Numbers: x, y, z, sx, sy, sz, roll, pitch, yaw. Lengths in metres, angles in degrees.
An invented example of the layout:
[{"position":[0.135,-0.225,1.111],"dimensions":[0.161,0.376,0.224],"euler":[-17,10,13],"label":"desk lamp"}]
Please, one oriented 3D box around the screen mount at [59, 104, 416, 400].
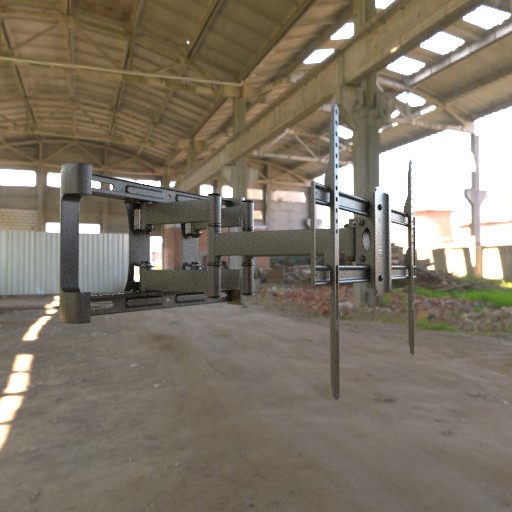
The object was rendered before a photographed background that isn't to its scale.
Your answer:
[{"position":[0.000,0.000,0.951],"dimensions":[0.556,0.424,0.571],"euler":[-1,-2,35],"label":"screen mount"}]
